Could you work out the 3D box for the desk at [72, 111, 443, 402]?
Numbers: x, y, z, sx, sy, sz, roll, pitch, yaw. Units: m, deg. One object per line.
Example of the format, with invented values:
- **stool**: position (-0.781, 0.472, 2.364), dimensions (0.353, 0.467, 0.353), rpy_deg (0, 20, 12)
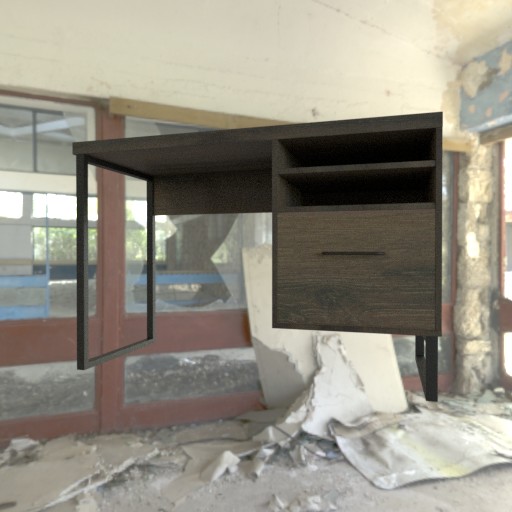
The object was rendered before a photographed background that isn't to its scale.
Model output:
- **desk**: position (0.000, 0.000, 1.517), dimensions (1.134, 0.752, 0.511), rpy_deg (0, 1, 17)
